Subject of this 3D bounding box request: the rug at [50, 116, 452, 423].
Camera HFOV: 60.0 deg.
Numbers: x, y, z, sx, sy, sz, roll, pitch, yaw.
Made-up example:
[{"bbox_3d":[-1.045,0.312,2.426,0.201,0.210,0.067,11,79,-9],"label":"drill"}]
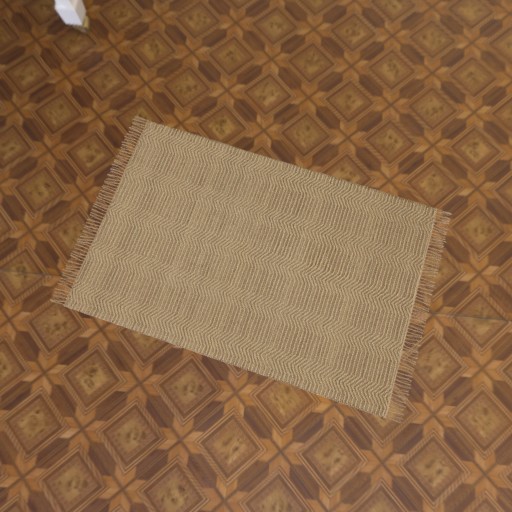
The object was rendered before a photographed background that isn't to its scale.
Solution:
[{"bbox_3d":[0.000,0.000,3.147,2.523,0.034,1.528,18,76,5],"label":"rug"}]
